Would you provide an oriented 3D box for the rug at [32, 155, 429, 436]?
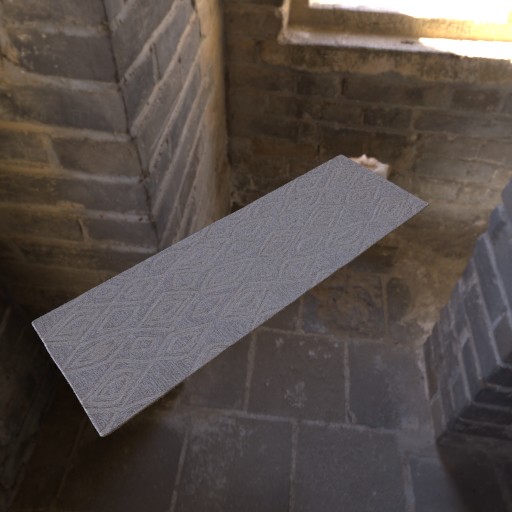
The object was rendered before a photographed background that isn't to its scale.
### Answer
[{"bbox_3d":[0.000,0.000,2.671,2.436,0.013,0.807,-32,54,-27],"label":"rug"}]
